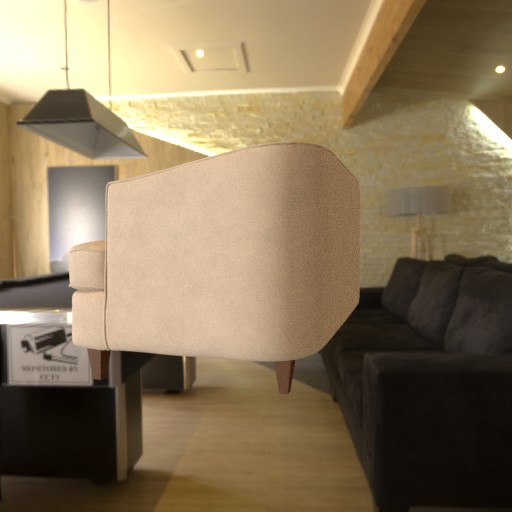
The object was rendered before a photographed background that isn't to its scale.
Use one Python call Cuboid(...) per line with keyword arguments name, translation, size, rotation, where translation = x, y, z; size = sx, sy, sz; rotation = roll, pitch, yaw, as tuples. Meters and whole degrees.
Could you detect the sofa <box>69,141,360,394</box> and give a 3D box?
Cuboid(name="sofa", translation=(0.000, 0.000, 2.295), size=(0.940, 0.878, 1.731), rotation=(1, 2, 19))
